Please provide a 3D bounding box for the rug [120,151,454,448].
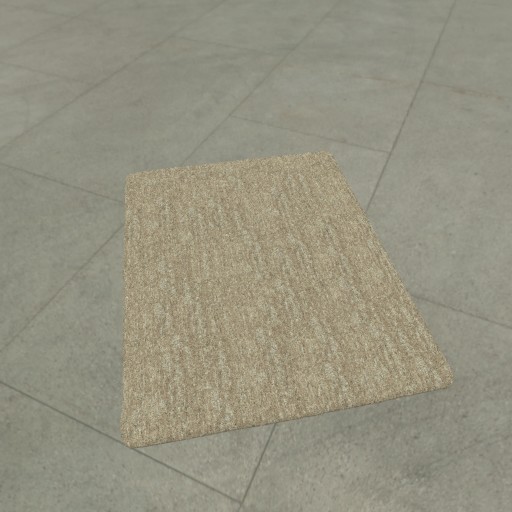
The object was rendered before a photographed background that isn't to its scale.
[{"bbox_3d":[0.000,0.000,3.786,2.242,0.050,2.873,-8,47,-8],"label":"rug"}]
